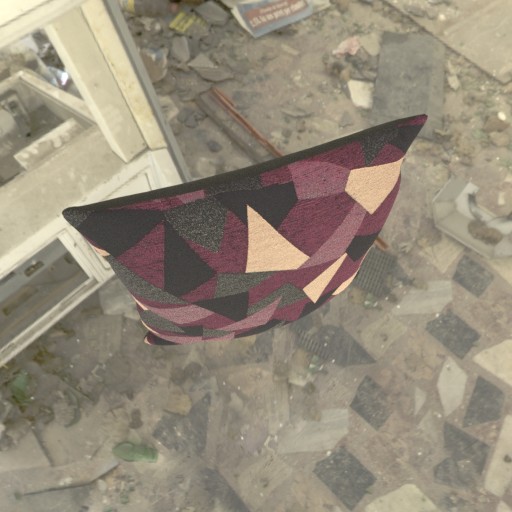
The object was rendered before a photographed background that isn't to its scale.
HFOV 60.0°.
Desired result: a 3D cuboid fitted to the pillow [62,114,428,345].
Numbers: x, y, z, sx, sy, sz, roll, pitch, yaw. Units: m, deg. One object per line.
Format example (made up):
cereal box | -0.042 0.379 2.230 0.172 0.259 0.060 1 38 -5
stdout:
pillow | 0.000 0.000 0.769 0.503 0.496 0.208 -17 64 -9
